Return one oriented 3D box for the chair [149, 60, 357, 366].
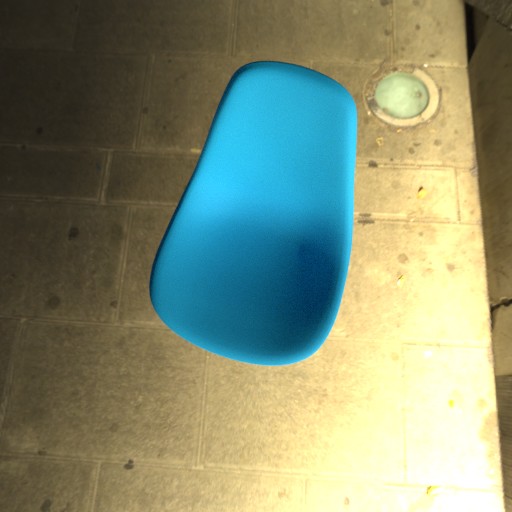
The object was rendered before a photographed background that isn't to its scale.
[{"bbox_3d":[0.000,0.000,1.147,0.470,0.826,0.533,18,76,4],"label":"chair"}]
